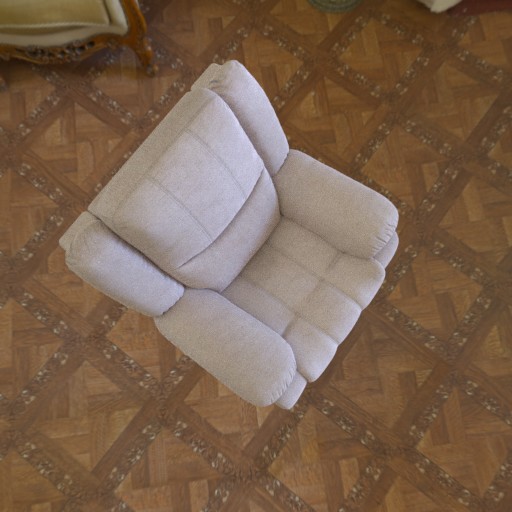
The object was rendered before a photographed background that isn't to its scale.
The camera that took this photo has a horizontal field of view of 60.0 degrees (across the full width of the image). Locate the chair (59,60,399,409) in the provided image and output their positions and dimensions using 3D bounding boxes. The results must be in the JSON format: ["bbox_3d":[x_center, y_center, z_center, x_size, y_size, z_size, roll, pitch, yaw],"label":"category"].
[{"bbox_3d":[0.000,0.000,1.724,0.944,1.008,0.899,35,79,8],"label":"chair"}]
